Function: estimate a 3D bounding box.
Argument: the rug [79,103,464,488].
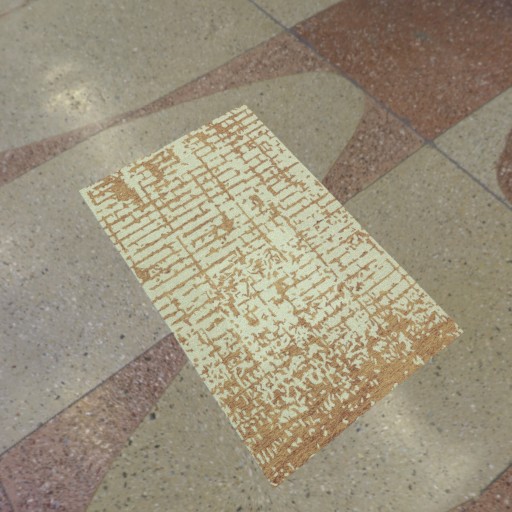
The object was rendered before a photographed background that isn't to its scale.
[{"bbox_3d":[0.000,0.000,3.073,1.517,0.011,2.435,-33,68,-15],"label":"rug"}]
